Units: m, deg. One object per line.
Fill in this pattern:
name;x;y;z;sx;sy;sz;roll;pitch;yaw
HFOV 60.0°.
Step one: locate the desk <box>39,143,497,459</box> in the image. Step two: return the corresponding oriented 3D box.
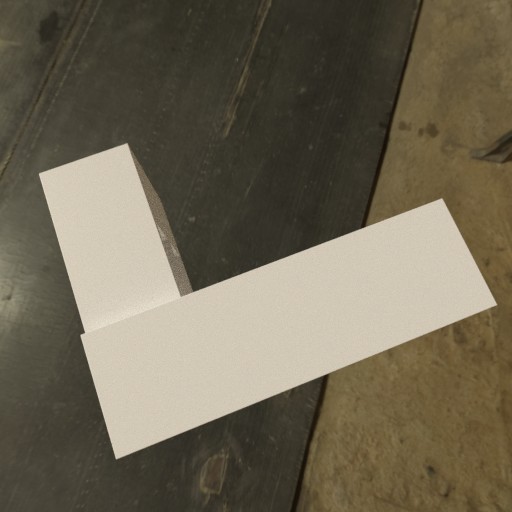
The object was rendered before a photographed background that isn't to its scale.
desk;0.000;0.000;2.133;1.524;0.753;1.200;-21;77;-5
